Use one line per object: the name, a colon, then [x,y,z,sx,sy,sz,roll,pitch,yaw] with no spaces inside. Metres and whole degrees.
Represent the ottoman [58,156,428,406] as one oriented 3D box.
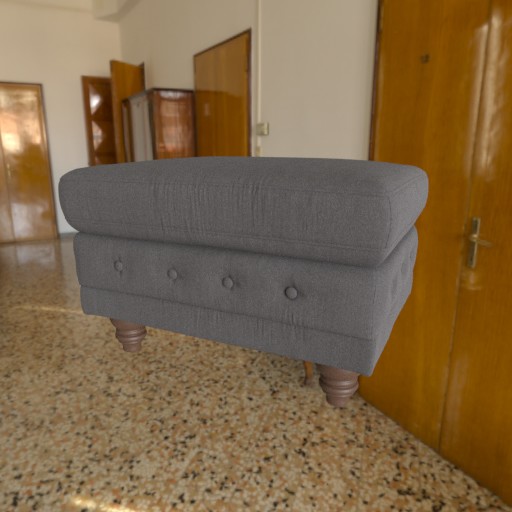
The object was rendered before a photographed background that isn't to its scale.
ottoman: [0.000,0.000,1.154,0.771,0.500,0.569,7,16,25]
